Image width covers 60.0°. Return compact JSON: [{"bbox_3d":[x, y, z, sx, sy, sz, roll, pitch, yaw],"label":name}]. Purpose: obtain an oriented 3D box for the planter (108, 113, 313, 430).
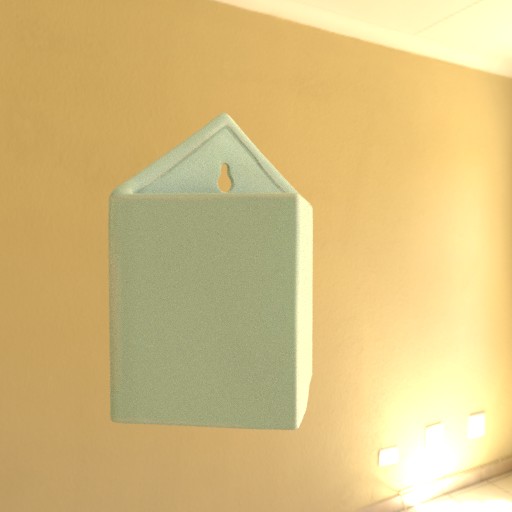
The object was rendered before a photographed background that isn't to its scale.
[{"bbox_3d":[0.000,0.000,0.283,0.164,0.197,0.079,-1,2,-37],"label":"planter"}]
